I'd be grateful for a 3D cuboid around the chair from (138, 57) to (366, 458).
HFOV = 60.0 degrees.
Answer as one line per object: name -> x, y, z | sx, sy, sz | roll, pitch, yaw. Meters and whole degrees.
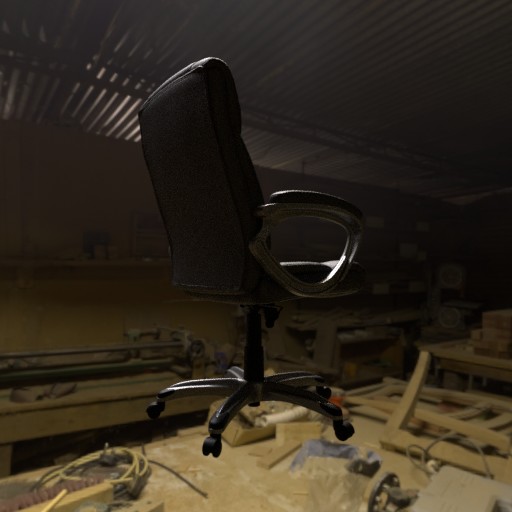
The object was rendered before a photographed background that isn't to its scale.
chair -> 0.000, 0.000, 1.581 | 0.719, 1.130, 0.721 | 1, -2, -35
